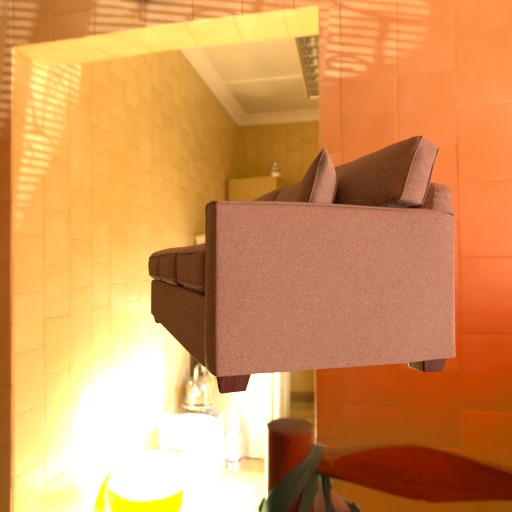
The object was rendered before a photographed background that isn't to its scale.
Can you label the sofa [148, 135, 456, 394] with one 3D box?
[{"bbox_3d":[0.000,0.000,2.521,1.034,0.946,1.963,0,-1,-19],"label":"sofa"}]
